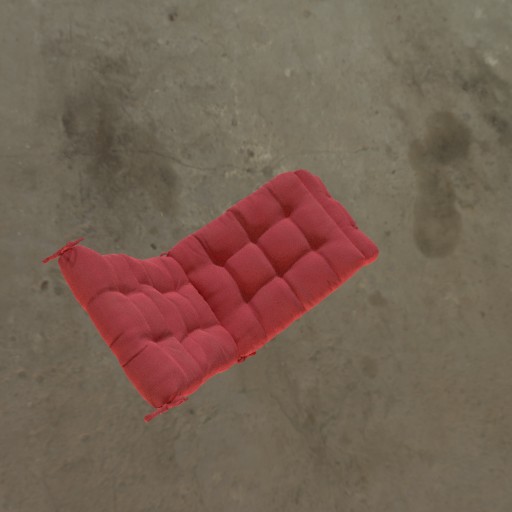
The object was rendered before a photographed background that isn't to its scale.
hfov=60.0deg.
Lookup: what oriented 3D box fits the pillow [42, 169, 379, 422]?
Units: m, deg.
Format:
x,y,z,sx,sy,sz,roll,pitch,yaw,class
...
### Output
x,y,z,sx,sy,sz,roll,pitch,yaw,class
0.000,0.000,1.545,1.016,0.863,0.526,-36,79,-8,pillow
